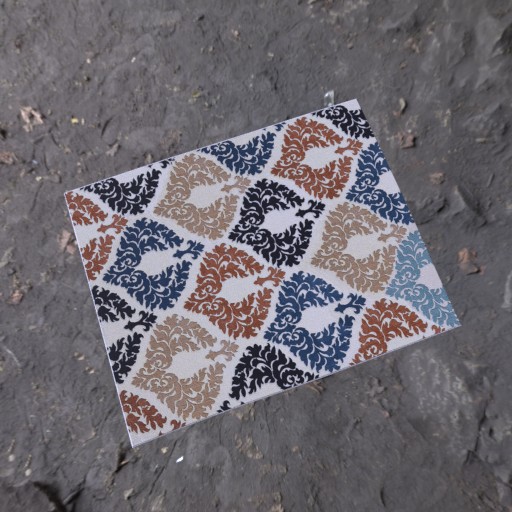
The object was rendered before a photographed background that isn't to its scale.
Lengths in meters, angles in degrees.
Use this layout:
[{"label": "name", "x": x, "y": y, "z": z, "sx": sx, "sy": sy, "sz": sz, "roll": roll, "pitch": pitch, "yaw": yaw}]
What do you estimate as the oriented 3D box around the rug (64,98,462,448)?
[{"label": "rug", "x": 0.000, "y": 0.000, "z": 4.083, "sx": 3.040, "sy": 0.014, "sz": 2.423, "roll": -19, "pitch": 77, "yaw": -5}]
